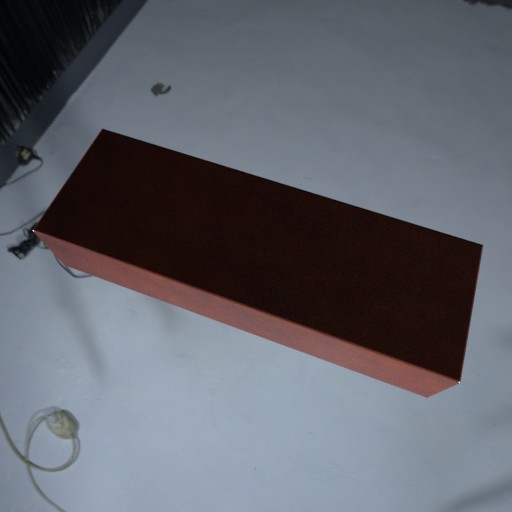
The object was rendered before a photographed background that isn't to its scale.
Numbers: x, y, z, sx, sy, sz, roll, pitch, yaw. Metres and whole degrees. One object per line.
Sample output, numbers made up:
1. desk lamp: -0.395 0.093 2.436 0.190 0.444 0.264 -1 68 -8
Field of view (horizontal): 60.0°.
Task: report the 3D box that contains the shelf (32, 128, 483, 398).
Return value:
1. shelf: 0.000 0.000 0.513 0.457 0.088 0.152 19 65 9
